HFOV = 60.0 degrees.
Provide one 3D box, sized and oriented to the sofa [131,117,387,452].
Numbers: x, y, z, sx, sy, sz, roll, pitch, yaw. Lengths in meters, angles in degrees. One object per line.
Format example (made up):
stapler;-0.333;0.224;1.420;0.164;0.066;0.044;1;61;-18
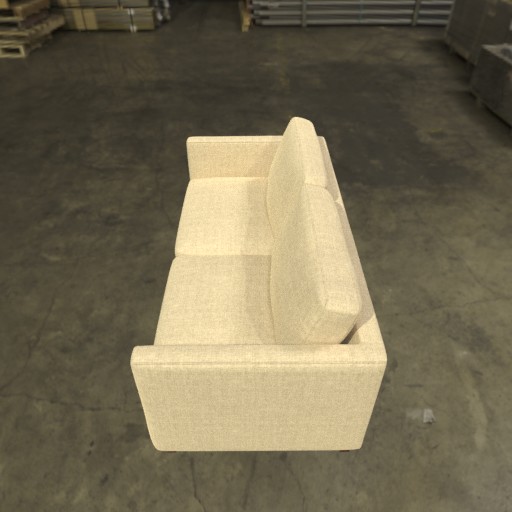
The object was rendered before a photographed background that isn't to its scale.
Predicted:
sofa;0.000;0.000;2.446;0.950;0.963;1.884;0;40;0
